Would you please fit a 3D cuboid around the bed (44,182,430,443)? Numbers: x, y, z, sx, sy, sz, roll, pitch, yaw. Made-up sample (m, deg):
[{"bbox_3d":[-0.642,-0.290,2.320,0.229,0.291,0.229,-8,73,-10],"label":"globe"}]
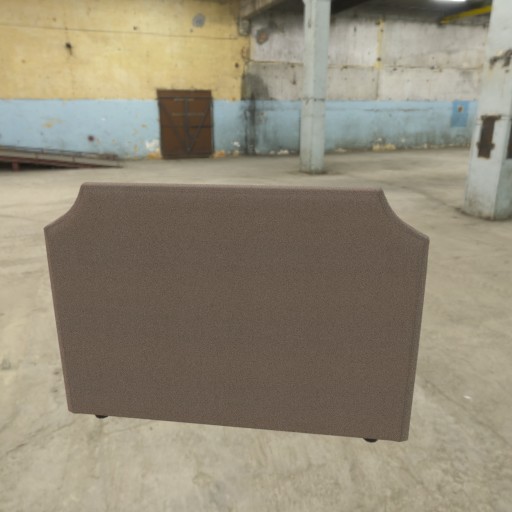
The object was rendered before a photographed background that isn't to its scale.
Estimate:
[{"bbox_3d":[0.000,0.000,3.166,1.828,1.303,2.164,2,17,7],"label":"bed"}]
